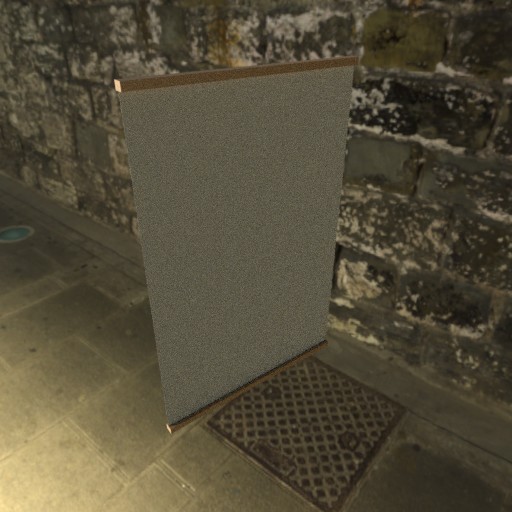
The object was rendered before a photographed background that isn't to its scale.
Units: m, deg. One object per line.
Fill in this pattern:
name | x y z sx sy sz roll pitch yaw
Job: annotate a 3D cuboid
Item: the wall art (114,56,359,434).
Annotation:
wall art | 0.000 0.000 1.286 0.669 1.020 0.027 -21 36 -31
